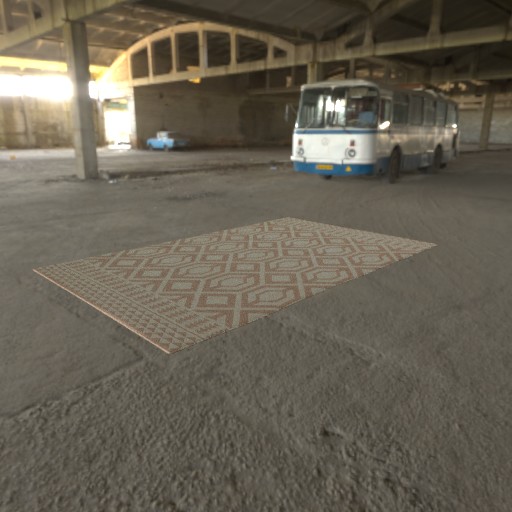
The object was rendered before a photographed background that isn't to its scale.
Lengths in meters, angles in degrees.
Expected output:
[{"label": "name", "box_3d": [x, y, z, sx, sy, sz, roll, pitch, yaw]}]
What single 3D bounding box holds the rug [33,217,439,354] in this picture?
[{"label": "rug", "box_3d": [0.000, 0.000, 3.076, 2.435, 0.011, 1.526, -15, 22, -42]}]
